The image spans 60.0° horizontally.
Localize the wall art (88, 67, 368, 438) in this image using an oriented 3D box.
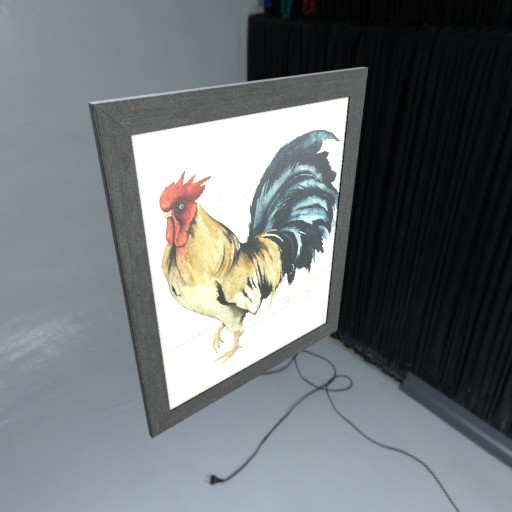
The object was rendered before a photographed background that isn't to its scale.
[{"bbox_3d":[0.000,0.000,0.770,0.476,0.570,0.013,-22,37,-32],"label":"wall art"}]
